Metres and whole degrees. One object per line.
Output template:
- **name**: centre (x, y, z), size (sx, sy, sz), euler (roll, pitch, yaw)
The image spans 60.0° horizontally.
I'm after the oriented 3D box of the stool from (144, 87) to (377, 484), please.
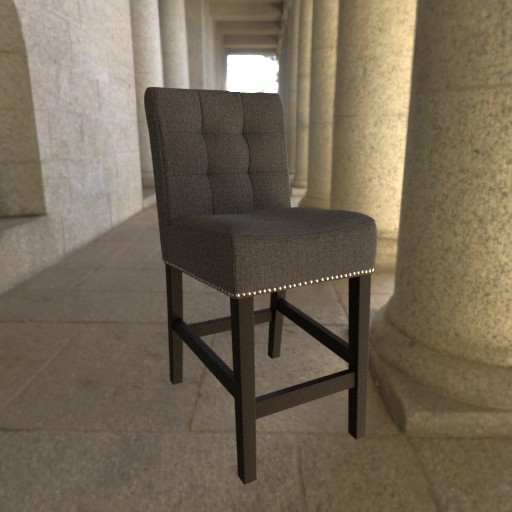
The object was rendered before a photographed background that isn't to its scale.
- **stool**: centre (0.000, 0.000, 1.201), size (0.427, 0.885, 0.571), euler (-8, 17, -27)
